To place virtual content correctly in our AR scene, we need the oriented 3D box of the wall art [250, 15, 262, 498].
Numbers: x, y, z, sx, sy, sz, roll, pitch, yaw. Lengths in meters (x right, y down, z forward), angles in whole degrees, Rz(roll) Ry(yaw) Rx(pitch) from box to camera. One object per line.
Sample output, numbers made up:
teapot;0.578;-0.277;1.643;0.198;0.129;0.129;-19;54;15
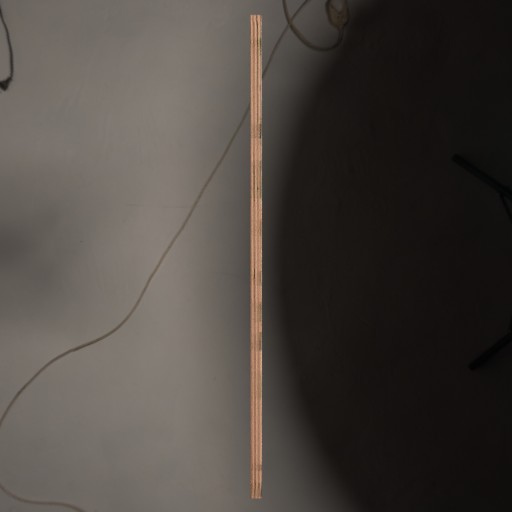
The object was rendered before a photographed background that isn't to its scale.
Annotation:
wall art;0.000;0.000;0.669;0.012;0.408;0.508;0;91;0
